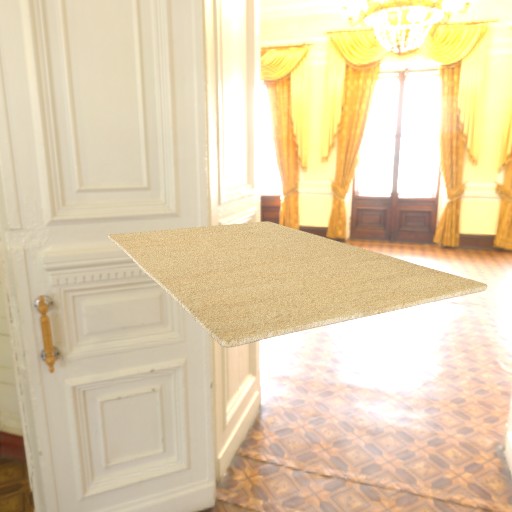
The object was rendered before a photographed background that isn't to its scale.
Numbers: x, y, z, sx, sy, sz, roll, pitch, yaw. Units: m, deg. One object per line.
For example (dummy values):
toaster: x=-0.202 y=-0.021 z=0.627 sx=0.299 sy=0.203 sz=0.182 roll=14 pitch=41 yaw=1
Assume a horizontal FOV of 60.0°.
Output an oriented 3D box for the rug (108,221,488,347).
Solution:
rug: x=0.000 y=0.000 z=2.945 sx=1.500 sy=0.026 sz=2.349 roll=-7 pitch=15 yaw=-27
